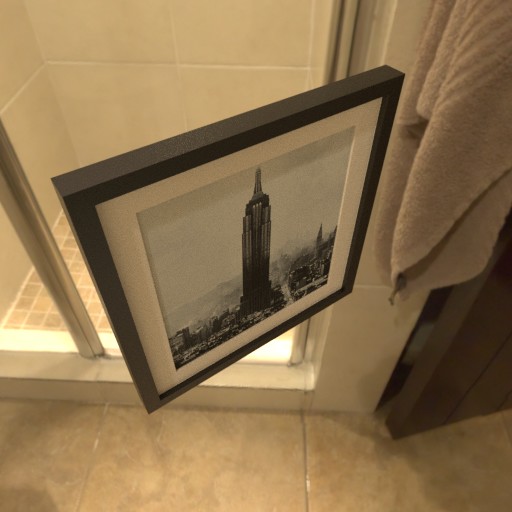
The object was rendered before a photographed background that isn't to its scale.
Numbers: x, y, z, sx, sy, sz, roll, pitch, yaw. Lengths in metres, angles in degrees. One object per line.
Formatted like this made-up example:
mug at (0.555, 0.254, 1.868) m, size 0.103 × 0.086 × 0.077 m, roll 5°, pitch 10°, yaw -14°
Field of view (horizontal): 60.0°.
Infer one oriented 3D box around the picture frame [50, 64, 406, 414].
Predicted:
picture frame at (0.000, 0.000, 0.520) m, size 0.355 × 0.353 × 0.029 m, roll -27°, pitch 52°, yaw -23°
